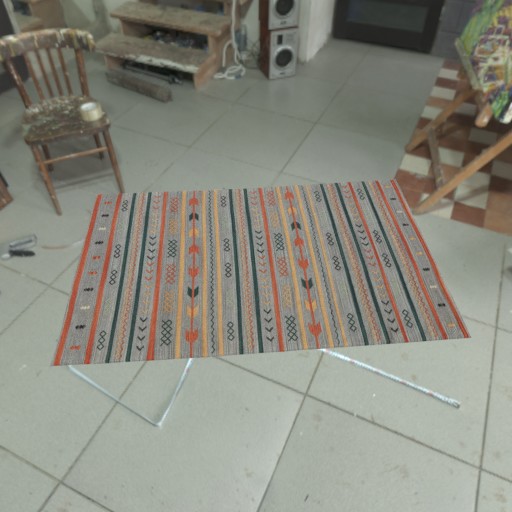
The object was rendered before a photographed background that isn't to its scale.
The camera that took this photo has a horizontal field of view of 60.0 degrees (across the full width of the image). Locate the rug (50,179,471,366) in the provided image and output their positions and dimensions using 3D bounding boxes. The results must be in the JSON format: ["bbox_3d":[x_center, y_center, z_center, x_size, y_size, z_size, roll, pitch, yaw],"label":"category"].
[{"bbox_3d":[0.000,0.000,3.075,2.439,0.029,1.537,-3,47,-3],"label":"rug"}]
